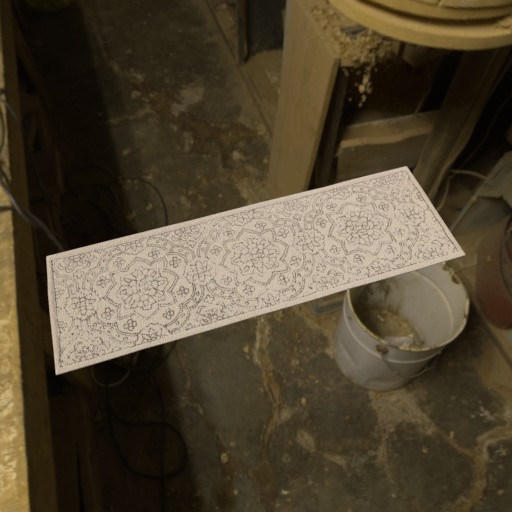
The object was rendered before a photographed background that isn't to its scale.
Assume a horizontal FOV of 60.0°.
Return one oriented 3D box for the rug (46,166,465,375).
[{"bbox_3d":[0.000,0.000,2.702,2.448,0.012,0.769,-15,60,-9],"label":"rug"}]
